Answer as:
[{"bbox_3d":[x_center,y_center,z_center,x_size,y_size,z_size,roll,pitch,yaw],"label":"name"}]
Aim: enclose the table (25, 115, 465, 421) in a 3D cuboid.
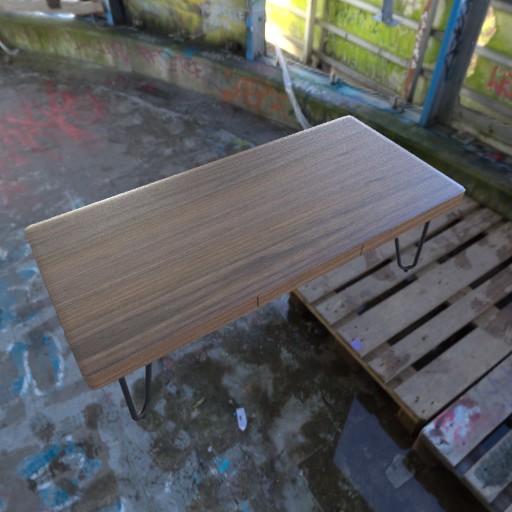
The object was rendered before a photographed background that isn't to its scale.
[{"bbox_3d":[0.000,0.000,1.662,1.375,0.468,0.637,-25,51,-22],"label":"table"}]
